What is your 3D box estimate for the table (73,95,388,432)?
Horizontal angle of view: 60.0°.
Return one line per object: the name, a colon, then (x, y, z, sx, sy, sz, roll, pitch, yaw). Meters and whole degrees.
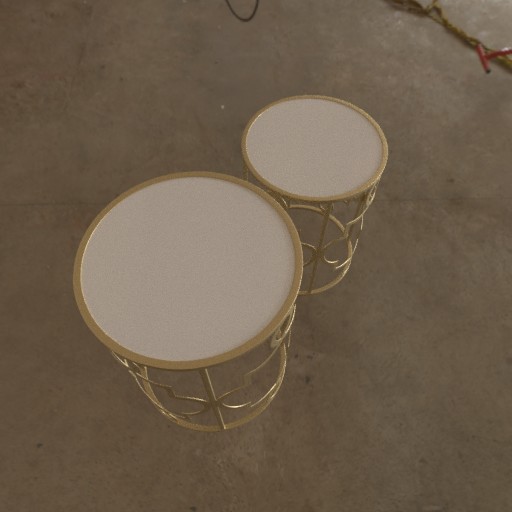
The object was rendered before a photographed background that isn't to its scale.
table: (0.000, 0.000, 1.150, 0.420, 0.564, 0.846, 31, 64, 17)
